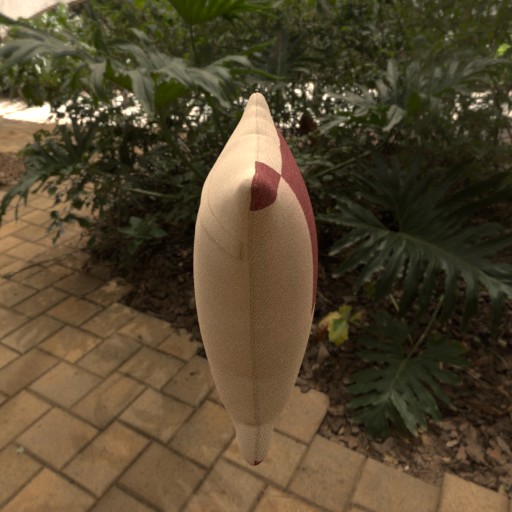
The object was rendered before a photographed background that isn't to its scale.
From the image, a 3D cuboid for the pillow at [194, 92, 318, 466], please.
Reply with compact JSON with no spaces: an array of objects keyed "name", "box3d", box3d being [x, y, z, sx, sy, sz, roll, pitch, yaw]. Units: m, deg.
[{"name":"pillow","box3d":[0.000,0.000,0.838,0.229,0.506,0.536,0,30,1]}]
